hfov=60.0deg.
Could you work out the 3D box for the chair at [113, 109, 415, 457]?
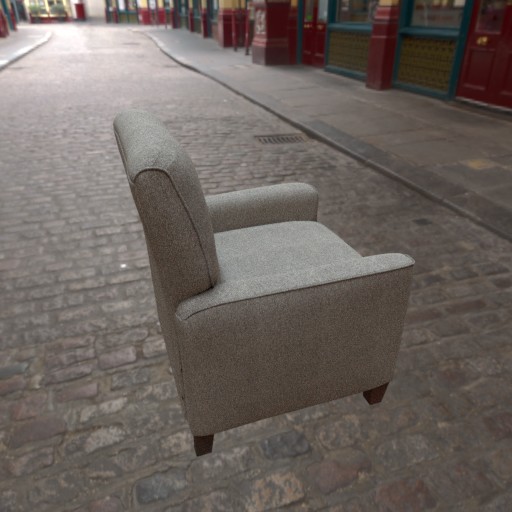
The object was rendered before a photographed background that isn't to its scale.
[{"bbox_3d":[0.000,0.000,1.645,0.858,1.028,0.841,-10,30,-17],"label":"chair"}]
